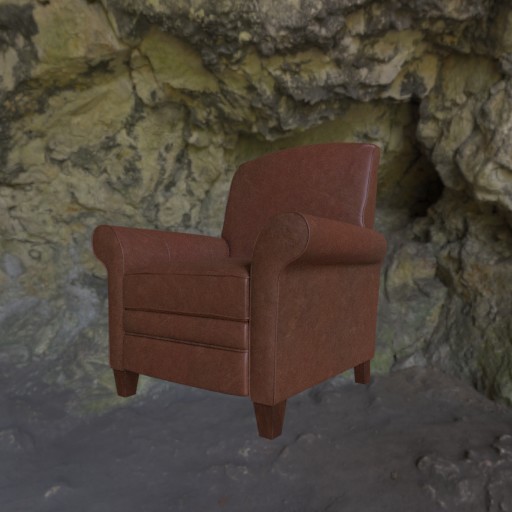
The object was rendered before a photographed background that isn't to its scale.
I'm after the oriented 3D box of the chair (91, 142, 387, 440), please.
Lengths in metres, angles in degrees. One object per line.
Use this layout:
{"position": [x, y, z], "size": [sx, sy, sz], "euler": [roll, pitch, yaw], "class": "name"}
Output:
{"position": [0.000, 0.000, 1.812], "size": [0.978, 1.061, 0.902], "euler": [0, 0, 36], "class": "chair"}
